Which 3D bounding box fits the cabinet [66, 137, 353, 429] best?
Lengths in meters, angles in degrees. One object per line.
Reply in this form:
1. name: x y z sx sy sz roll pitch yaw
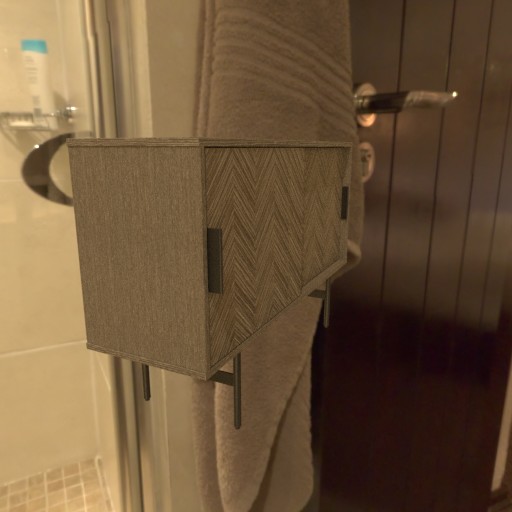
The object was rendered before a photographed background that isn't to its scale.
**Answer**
1. cabinet: 0.000 0.000 1.568 0.405 0.787 1.194 7 15 26
